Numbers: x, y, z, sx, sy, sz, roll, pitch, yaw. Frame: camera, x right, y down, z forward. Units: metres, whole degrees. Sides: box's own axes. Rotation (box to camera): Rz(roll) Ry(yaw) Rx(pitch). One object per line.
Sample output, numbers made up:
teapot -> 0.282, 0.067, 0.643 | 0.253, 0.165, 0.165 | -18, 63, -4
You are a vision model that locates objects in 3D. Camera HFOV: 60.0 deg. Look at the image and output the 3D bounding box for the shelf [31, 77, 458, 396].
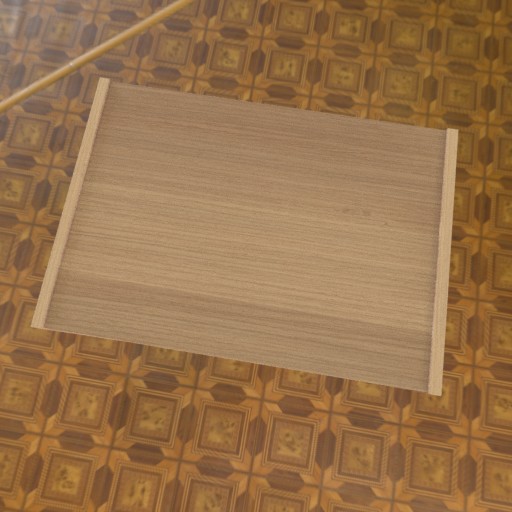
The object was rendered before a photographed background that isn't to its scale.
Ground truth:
shelf -> 0.000, 0.000, 0.621 | 0.415, 0.305, 0.290 | 9, 77, 2
